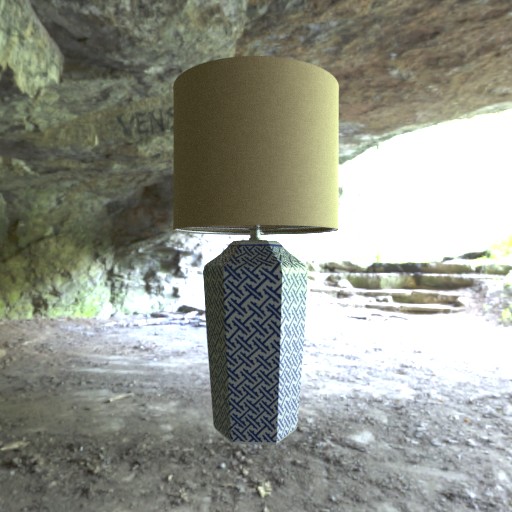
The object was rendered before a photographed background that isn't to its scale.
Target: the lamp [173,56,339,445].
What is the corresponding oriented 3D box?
[{"bbox_3d":[0.000,0.000,0.869,0.320,0.682,0.320,0,0,37],"label":"lamp"}]
